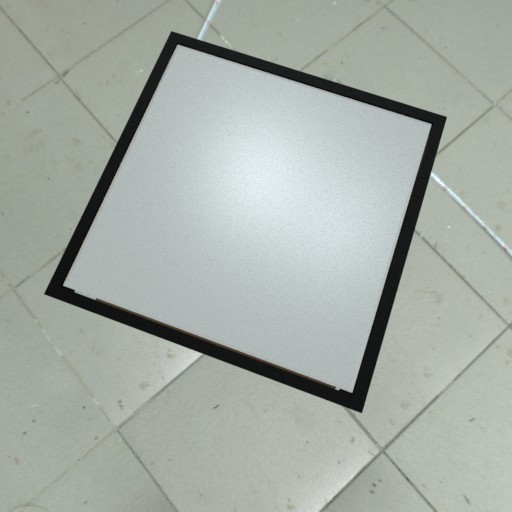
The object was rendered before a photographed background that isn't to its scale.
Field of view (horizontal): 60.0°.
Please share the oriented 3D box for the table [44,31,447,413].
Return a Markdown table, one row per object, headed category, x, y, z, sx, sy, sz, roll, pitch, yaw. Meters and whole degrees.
| category | x | y | z | sx | sy | sz | roll | pitch | yaw |
| --- | --- | --- | --- | --- | --- | --- | --- | --- | --- |
| table | 0.000 | 0.000 | 0.794 | 0.378 | 0.540 | 0.378 | 19 | 77 | 5 |
